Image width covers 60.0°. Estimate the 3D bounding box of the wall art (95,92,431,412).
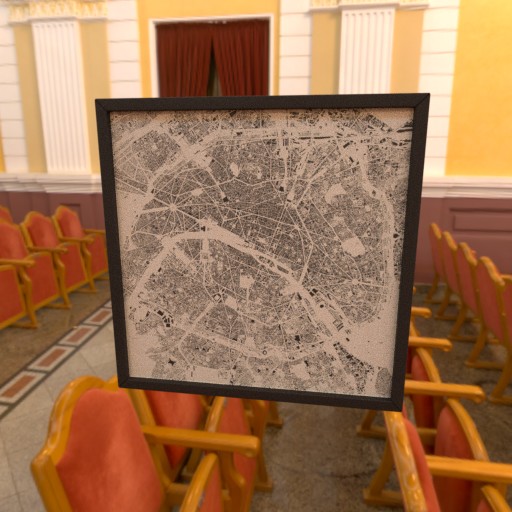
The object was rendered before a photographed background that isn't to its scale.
[{"bbox_3d":[0.000,0.000,0.451,0.305,0.305,0.037,2,14,9],"label":"wall art"}]
